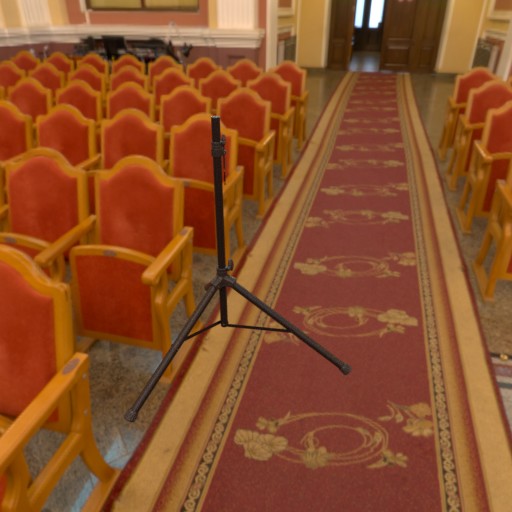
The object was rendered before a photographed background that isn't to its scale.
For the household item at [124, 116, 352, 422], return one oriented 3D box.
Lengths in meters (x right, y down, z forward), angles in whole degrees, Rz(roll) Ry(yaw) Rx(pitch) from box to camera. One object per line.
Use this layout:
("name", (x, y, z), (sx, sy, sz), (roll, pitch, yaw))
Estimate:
("household item", (0.000, 0.000, 1.880), (0.907, 1.136, 1.045), (7, 30, 13))
